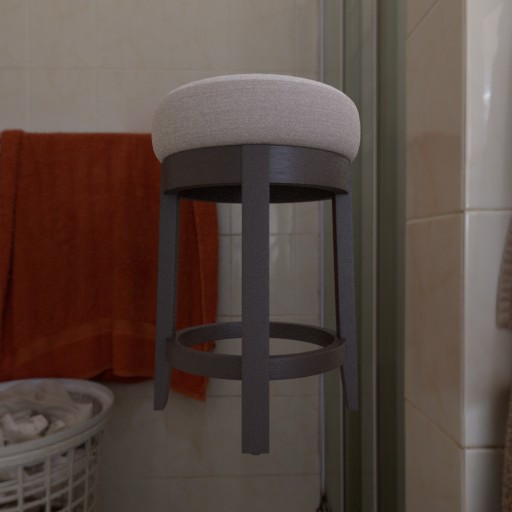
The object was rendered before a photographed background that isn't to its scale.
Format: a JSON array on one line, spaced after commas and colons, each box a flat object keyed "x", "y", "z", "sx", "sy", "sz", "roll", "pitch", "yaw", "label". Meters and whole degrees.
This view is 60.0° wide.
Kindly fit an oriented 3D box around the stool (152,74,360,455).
[{"x": 0.000, "y": 0.000, "z": 0.970, "sx": 0.443, "sy": 0.672, "sz": 0.443, "roll": 0, "pitch": 1, "yaw": 0, "label": "stool"}]
